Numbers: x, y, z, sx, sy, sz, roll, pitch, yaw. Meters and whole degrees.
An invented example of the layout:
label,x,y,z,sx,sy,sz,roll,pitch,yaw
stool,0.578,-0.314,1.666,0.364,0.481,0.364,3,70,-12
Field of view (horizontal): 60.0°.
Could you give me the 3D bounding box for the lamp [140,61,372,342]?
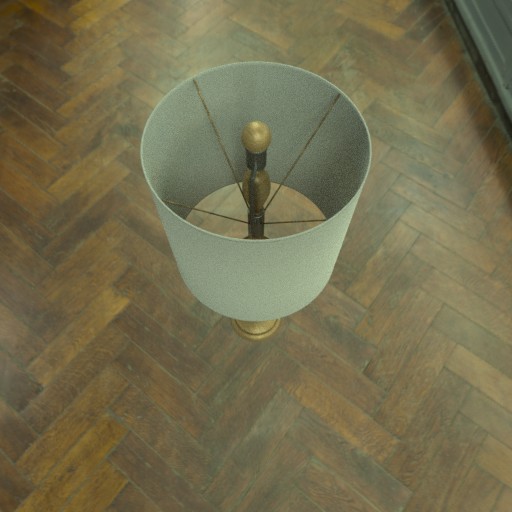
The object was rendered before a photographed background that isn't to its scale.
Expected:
label,x,y,z,sx,sy,sz,roll,pitch,yaw
lamp,0.000,0.000,0.728,0.250,0.597,0.250,-34,68,-16
